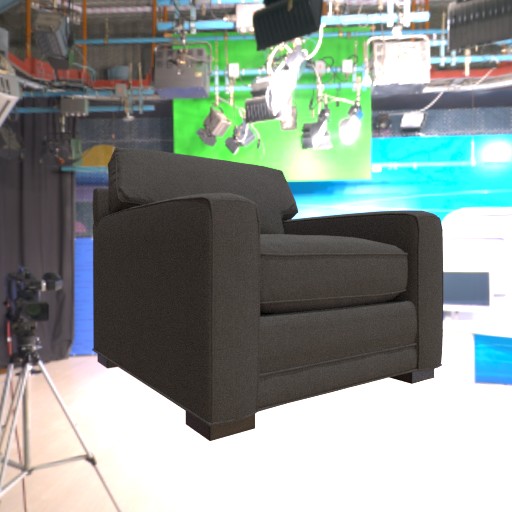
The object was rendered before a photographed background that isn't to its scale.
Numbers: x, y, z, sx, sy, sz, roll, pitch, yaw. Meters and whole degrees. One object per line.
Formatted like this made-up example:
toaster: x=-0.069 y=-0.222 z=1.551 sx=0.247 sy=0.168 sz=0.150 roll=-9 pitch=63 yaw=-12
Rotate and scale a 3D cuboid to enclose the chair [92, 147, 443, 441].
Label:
chair: x=0.000 y=0.000 z=1.768 sx=0.997 sy=0.913 sz=1.043 roll=0 pitch=1 yaw=-35
